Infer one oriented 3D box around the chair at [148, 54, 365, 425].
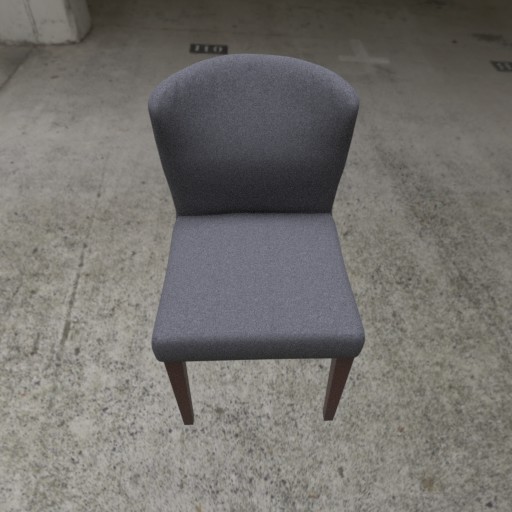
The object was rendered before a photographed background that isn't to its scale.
[{"bbox_3d":[0.000,0.000,1.182,0.491,0.839,0.592,-1,45,-1],"label":"chair"}]
